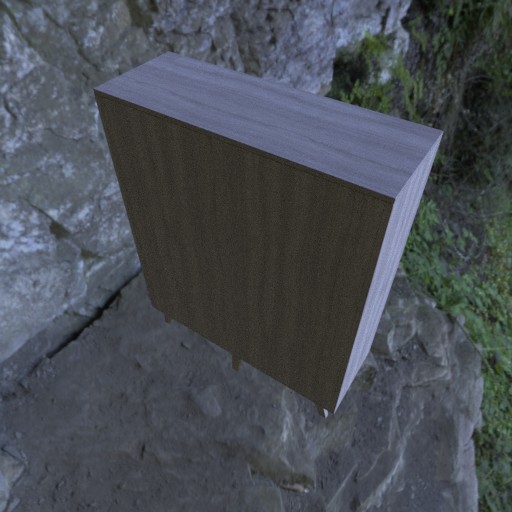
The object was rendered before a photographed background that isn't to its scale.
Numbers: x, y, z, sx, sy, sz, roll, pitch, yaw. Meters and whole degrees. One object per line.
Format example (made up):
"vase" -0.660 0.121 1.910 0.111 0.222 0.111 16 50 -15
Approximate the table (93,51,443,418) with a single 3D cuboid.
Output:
"table" 0.000 0.000 1.949 1.111 1.388 0.398 26 51 23
